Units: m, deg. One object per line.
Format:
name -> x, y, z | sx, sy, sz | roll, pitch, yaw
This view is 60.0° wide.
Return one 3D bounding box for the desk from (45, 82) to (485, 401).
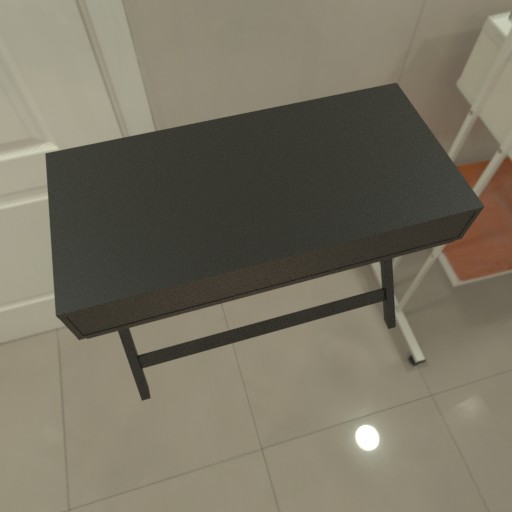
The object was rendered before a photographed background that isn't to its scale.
desk -> 0.000, 0.000, 1.501 | 1.057, 0.780, 0.504 | -14, 60, -8
